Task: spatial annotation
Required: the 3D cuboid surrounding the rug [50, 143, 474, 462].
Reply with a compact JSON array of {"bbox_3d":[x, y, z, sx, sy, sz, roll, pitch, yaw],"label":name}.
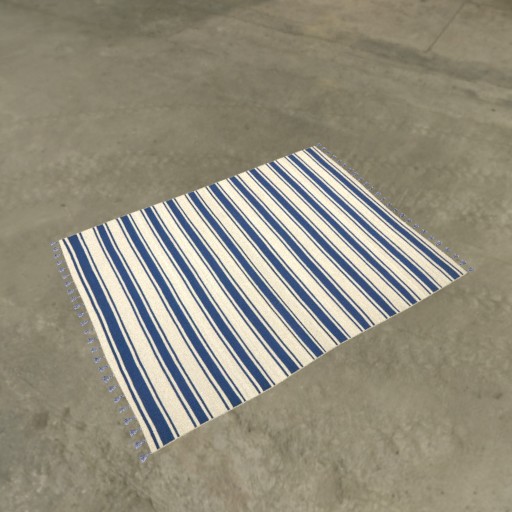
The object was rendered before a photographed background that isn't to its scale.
[{"bbox_3d":[0.000,0.000,4.345,3.416,0.016,2.471,-24,52,-20],"label":"rug"}]
